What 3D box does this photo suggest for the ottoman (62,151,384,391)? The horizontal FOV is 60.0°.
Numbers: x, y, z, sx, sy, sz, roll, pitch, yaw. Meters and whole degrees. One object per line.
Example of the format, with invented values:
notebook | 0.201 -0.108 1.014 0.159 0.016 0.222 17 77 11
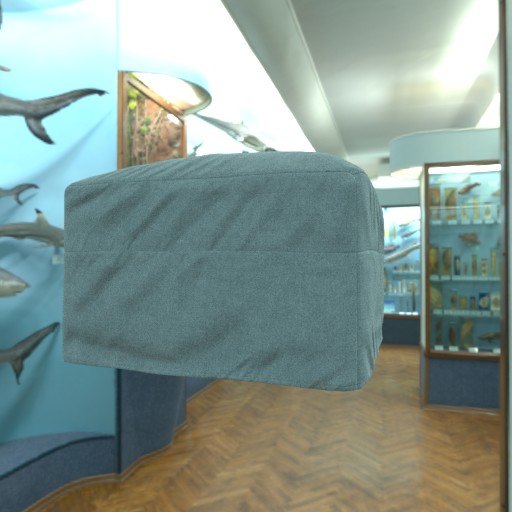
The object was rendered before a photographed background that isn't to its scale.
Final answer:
ottoman | 0.000 0.000 1.240 0.683 0.481 0.837 0 -1 18
